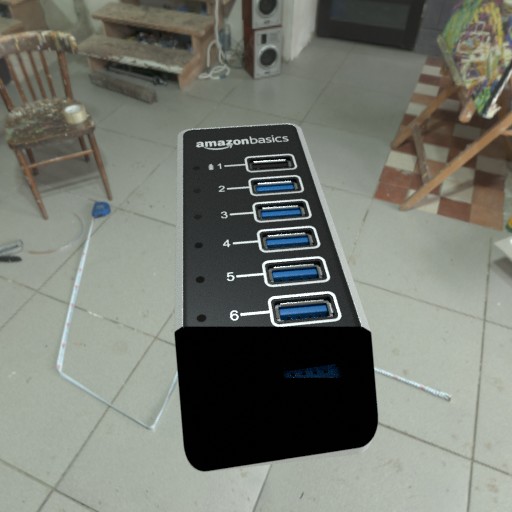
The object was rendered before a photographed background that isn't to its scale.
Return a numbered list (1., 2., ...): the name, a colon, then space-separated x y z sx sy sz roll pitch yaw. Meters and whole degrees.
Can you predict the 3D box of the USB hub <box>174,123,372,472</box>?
1. USB hub: 0.000 0.000 0.131 0.044 0.023 0.110 -5 47 -4
